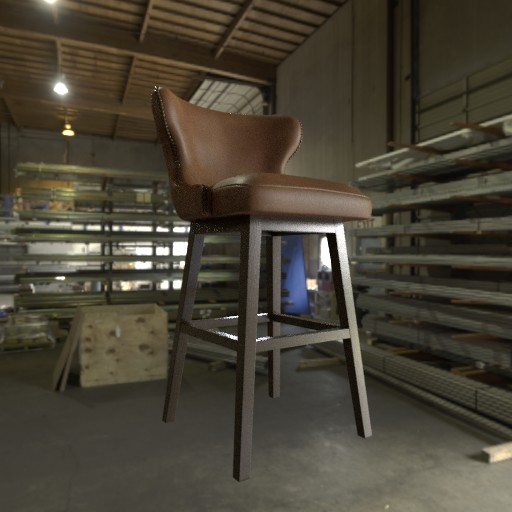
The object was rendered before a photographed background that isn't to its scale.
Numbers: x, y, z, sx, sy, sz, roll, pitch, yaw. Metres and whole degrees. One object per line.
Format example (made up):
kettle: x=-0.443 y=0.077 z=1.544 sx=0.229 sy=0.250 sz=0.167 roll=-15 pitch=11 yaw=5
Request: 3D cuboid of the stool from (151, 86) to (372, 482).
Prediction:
stool: x=0.000 y=0.000 z=1.424 sx=0.591 sy=1.087 sz=0.606 roll=0 pitch=0 yaw=-35
